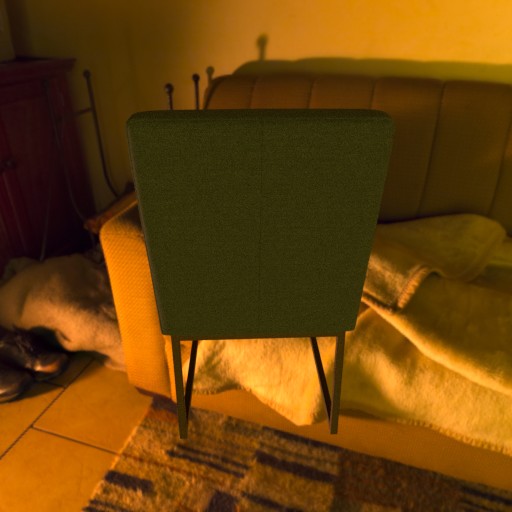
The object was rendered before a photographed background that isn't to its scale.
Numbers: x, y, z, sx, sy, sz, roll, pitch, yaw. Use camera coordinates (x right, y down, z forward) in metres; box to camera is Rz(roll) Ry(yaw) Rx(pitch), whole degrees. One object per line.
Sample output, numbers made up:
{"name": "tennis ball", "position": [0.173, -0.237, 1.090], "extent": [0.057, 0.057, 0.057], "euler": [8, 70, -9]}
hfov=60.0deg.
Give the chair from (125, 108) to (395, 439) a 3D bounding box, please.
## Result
{"name": "chair", "position": [0.000, 0.000, 1.300], "extent": [0.520, 0.930, 0.634], "euler": [-1, 29, -2]}
